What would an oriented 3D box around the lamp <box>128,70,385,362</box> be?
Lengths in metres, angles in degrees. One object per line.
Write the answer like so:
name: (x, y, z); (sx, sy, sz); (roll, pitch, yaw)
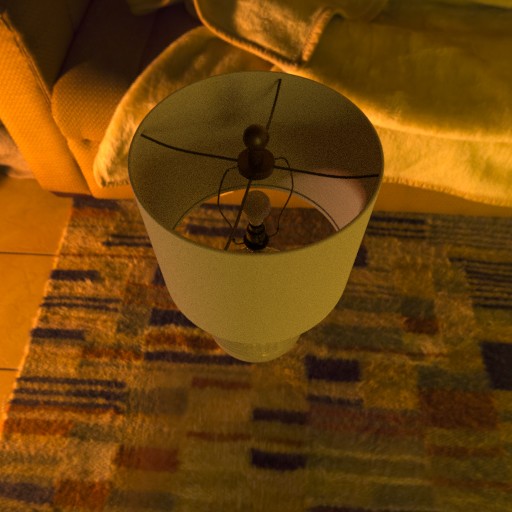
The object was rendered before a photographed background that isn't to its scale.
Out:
lamp: (0.000, 0.000, 0.763); (0.318, 0.567, 0.318); (0, 58, 0)
